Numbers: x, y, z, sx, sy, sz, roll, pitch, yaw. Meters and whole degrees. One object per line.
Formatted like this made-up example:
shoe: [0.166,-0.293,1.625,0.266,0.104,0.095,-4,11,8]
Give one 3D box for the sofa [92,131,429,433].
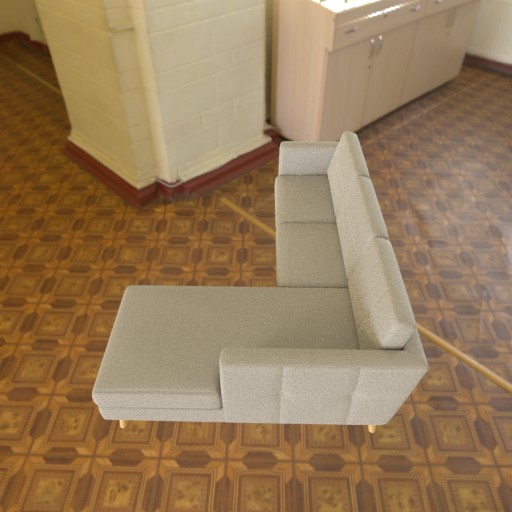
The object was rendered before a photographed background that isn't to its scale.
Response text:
sofa: [0.000,0.000,2.827,1.530,0.860,2.040,1,42,1]
